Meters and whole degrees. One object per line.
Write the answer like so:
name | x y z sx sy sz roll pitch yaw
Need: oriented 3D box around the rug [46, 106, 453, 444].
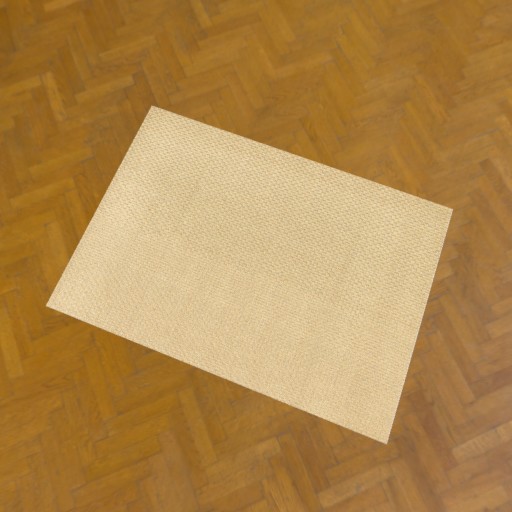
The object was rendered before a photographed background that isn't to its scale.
rug | 0.000 0.000 2.773 2.144 0.013 1.509 20 74 6
